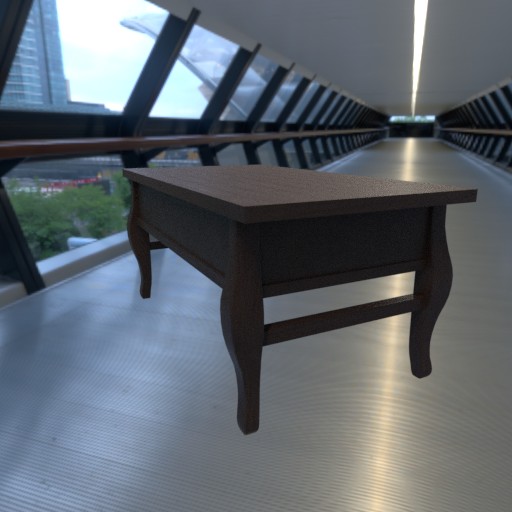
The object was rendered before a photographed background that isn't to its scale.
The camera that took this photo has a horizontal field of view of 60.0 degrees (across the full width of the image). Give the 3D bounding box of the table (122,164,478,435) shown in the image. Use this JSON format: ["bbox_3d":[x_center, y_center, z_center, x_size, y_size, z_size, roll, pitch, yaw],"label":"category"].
[{"bbox_3d":[0.000,0.000,1.391,0.600,0.494,1.062,-7,17,-26],"label":"table"}]
